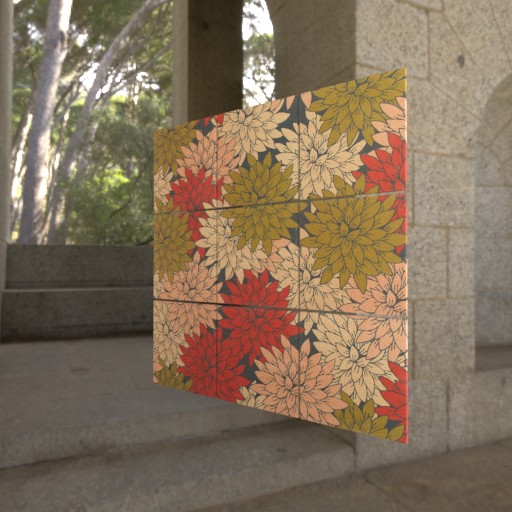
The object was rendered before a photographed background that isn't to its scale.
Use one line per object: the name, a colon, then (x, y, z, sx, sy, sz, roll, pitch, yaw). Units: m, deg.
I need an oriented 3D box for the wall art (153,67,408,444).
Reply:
wall art: (0.000, 0.000, 1.343, 0.904, 0.913, 0.013, 0, -1, 36)
